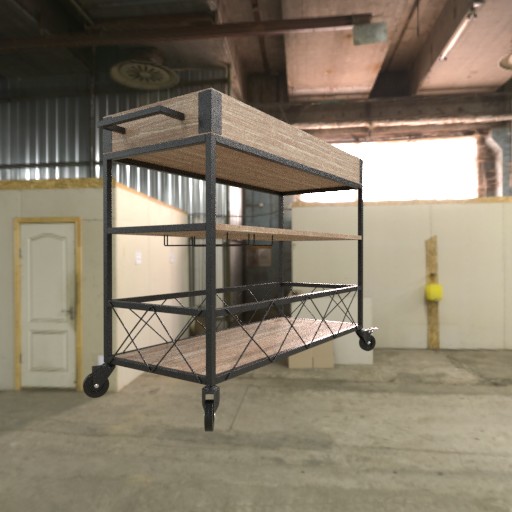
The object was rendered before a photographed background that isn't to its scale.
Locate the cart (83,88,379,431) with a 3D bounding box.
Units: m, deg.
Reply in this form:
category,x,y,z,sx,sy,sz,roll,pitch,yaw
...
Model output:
category,x,y,z,sx,sy,sz,roll,pitch,yaw
cart,0.000,0.000,1.530,0.500,0.787,1.101,0,1,34
